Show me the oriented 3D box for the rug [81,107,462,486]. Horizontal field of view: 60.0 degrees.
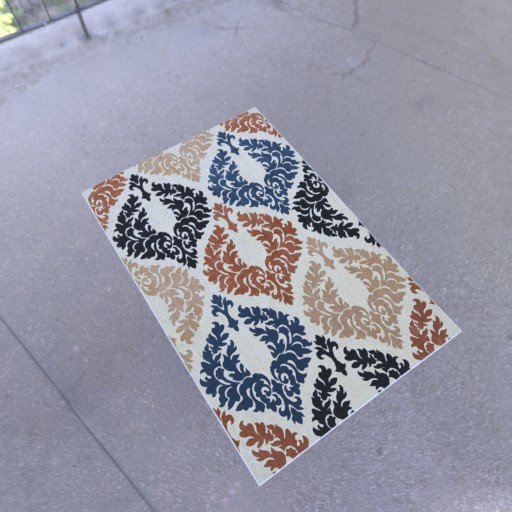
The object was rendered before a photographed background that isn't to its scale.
[{"bbox_3d":[0.000,0.000,2.951,1.514,0.014,2.275,-31,67,-15],"label":"rug"}]
